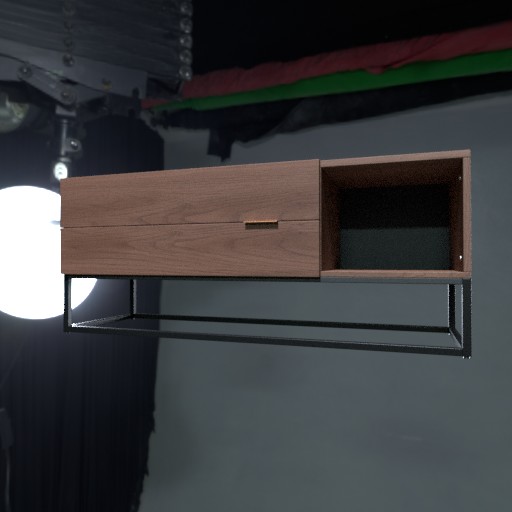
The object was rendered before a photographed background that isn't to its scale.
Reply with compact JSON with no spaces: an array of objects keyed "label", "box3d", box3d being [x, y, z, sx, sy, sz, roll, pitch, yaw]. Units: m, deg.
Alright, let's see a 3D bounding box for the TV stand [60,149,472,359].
[{"label":"TV stand","box3d":[0.000,0.000,1.413,1.200,0.500,0.415,0,-1,19]}]
